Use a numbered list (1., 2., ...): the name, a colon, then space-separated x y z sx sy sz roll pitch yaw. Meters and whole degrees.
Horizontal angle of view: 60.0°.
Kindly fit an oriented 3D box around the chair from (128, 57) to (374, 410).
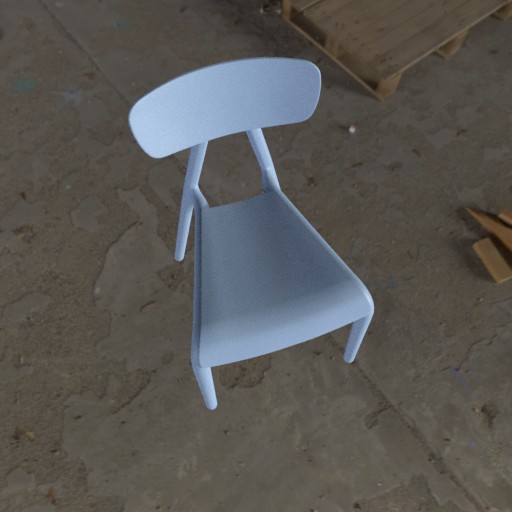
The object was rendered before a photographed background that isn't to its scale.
1. chair: 0.000 0.000 0.831 0.356 0.580 0.401 -17 66 -8
